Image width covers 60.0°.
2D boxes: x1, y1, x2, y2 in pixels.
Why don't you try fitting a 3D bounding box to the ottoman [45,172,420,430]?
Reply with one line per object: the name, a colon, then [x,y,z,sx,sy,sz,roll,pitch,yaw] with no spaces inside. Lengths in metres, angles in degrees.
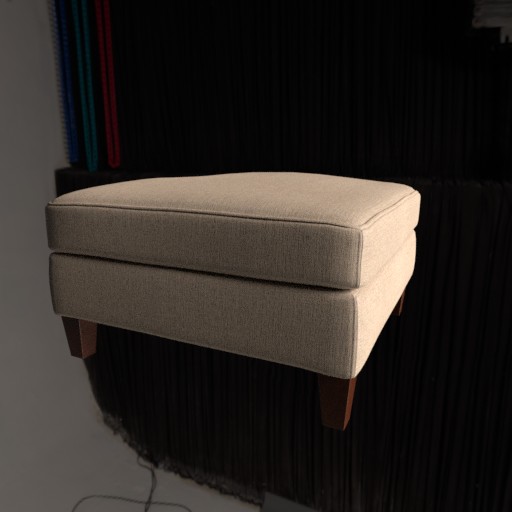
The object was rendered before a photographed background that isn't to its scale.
ottoman: [0.000,0.000,1.337,0.838,0.481,0.838,6,15,25]
